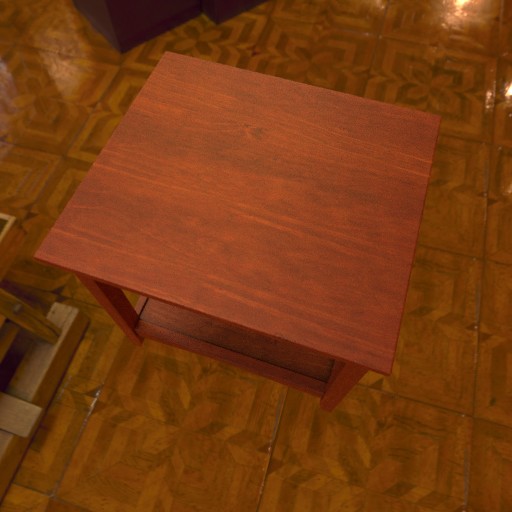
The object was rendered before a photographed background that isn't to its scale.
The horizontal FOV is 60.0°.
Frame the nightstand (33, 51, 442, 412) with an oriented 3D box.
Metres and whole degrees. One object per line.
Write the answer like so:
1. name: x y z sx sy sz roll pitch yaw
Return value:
1. nightstand: 0.000 0.000 0.998 0.558 0.558 0.501 17 64 9
